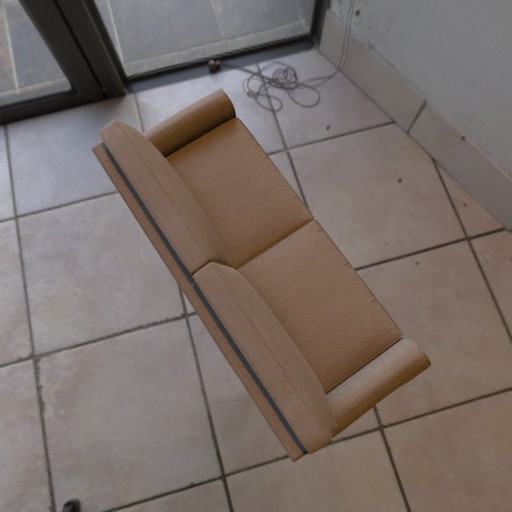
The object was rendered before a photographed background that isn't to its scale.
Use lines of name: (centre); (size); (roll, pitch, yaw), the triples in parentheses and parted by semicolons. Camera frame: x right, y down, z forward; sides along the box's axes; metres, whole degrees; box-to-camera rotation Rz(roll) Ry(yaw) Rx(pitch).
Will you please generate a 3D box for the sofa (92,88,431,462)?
sofa: (0.000, 0.000, 2.791); (0.991, 0.943, 2.248); (-33, 77, -9)
